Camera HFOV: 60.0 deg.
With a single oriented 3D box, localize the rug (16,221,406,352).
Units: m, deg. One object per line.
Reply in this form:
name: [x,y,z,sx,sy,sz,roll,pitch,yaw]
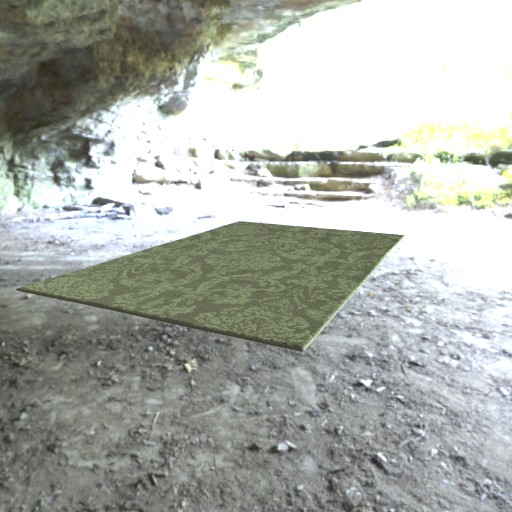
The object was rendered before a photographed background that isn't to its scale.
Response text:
rug: [0.000,0.000,2.276,1.206,0.012,1.824,7,15,26]
